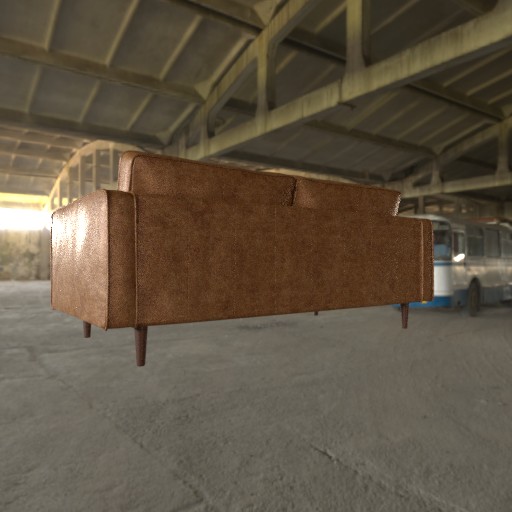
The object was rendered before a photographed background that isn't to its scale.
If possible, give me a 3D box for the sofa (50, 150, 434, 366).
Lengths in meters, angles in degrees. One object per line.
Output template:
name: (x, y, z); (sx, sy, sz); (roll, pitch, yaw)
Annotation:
sofa: (0.000, 0.000, 2.393); (1.920, 0.825, 0.924); (0, -1, -35)
